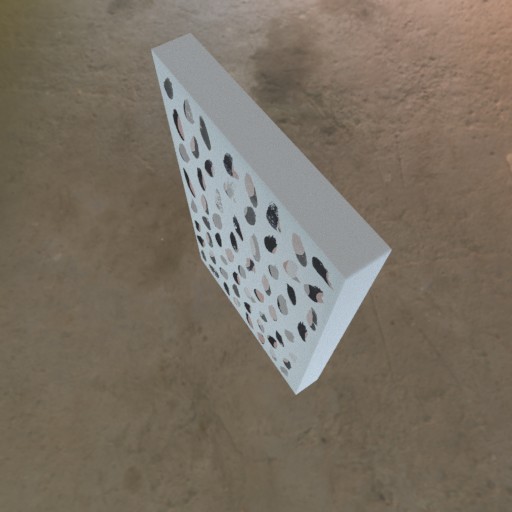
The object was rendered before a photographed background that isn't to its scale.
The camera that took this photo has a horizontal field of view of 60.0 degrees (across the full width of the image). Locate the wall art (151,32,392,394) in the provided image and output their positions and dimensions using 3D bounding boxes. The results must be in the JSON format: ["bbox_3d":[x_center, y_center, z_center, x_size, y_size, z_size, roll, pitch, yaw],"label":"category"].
[{"bbox_3d":[0.000,0.000,0.491,0.039,0.381,0.252,-31,67,-15],"label":"wall art"}]
